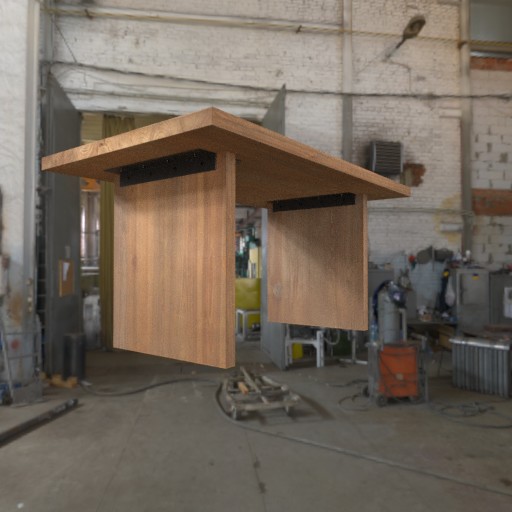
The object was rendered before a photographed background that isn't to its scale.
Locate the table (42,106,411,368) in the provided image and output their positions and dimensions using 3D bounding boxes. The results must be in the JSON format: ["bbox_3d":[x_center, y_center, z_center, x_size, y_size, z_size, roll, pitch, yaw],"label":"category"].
[{"bbox_3d":[0.000,0.000,2.130,0.946,0.780,1.609,-1,-2,38],"label":"table"}]
